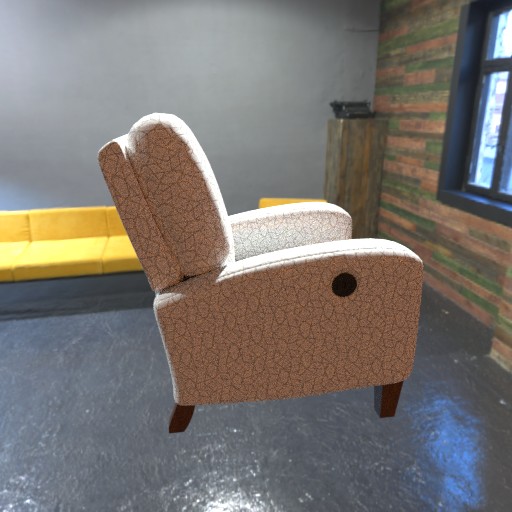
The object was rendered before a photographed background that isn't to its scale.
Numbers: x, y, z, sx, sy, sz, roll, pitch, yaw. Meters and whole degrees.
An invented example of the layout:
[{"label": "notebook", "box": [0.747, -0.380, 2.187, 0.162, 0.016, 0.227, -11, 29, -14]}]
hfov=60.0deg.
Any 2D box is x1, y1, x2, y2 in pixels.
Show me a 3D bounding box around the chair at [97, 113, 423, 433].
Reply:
[{"label": "chair", "box": [0.000, 0.000, 1.730, 0.995, 1.064, 0.796, -3, 18, -9]}]
